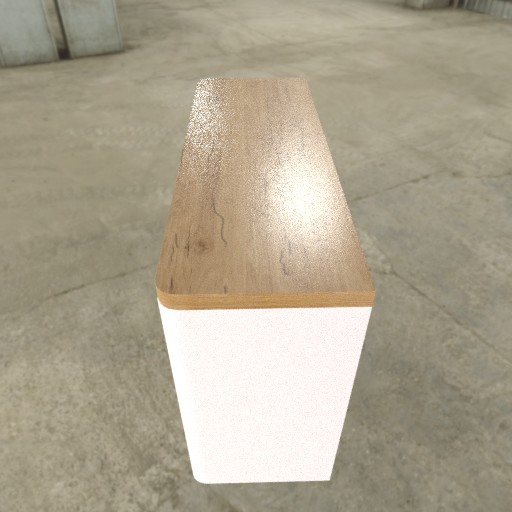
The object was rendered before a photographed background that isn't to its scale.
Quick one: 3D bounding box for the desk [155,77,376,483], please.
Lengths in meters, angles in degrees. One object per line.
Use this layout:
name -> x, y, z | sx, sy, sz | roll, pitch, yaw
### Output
desk -> 0.000, 0.000, 1.432 | 0.390, 0.760, 1.100 | -1, 40, -1
